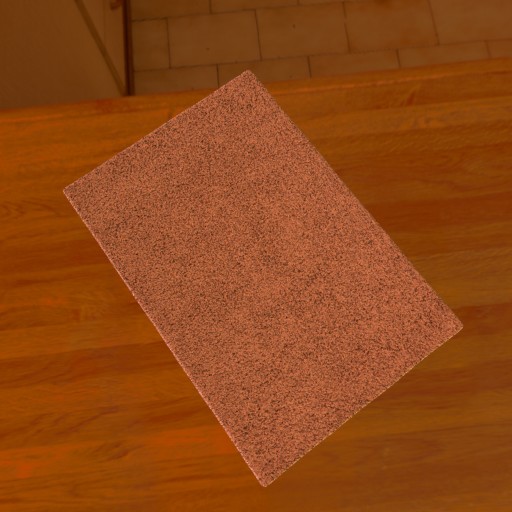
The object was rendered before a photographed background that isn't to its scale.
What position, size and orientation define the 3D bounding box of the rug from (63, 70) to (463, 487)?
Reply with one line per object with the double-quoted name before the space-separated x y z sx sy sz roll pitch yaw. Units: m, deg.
"rug" 0.000 0.000 2.248 1.219 0.030 1.778 -36 79 -8
